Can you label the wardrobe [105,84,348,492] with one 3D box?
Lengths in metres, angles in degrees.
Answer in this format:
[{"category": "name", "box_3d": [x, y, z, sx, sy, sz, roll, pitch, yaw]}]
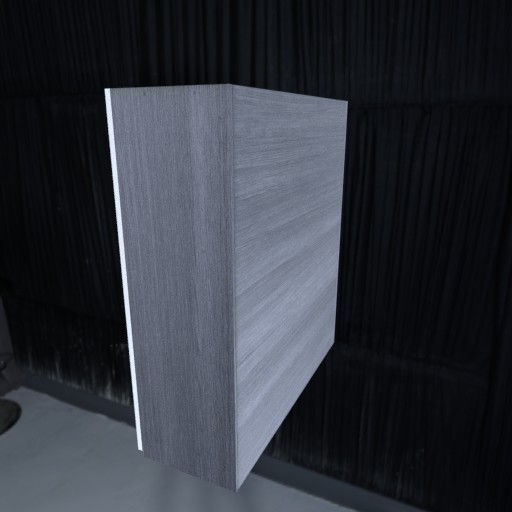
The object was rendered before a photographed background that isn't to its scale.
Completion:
[{"category": "wardrobe", "box_3d": [0.000, 0.000, 2.877, 0.629, 1.960, 1.780, 8, 19, 24]}]
